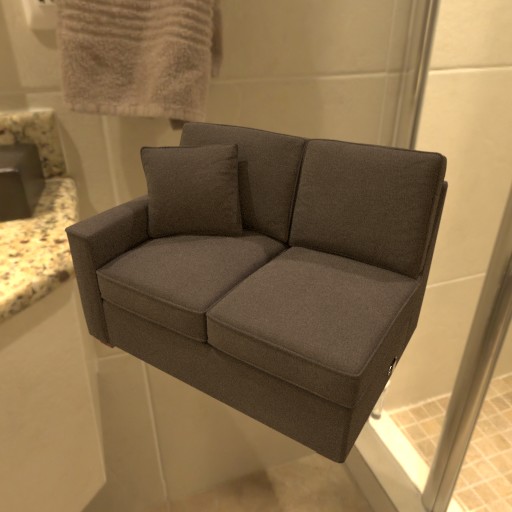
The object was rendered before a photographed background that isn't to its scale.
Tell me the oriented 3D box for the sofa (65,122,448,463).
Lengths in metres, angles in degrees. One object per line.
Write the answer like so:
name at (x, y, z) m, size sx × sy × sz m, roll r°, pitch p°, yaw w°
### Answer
sofa at (0.000, 0.000, 2.016) m, size 1.388 × 0.989 × 0.991 m, roll 17°, pitch 33°, yaw 28°
